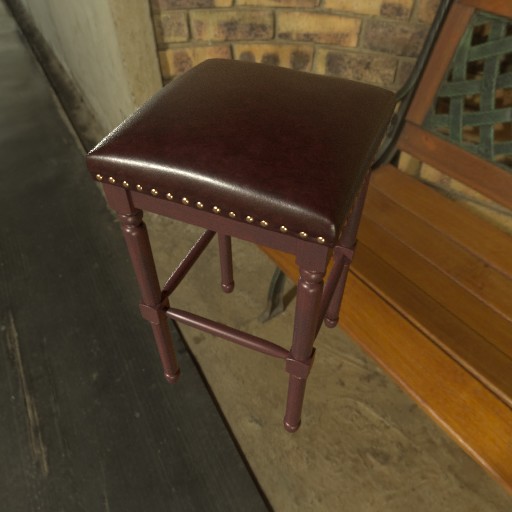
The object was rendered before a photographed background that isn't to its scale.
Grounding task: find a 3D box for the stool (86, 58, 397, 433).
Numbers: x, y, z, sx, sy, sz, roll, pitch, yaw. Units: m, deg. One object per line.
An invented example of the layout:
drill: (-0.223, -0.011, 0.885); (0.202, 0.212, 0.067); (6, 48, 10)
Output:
stool: (0.000, 0.000, 0.919); (0.382, 0.702, 0.383); (17, 48, 16)
